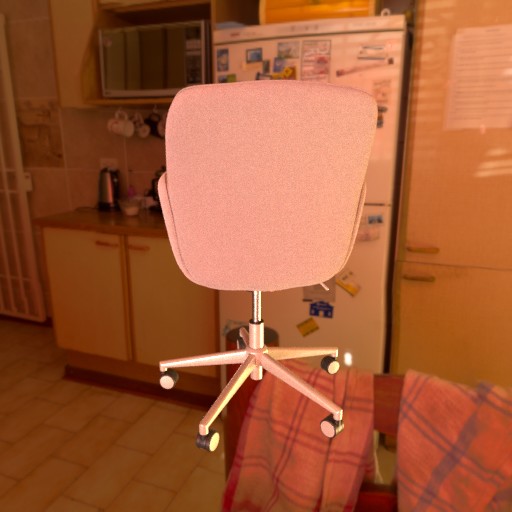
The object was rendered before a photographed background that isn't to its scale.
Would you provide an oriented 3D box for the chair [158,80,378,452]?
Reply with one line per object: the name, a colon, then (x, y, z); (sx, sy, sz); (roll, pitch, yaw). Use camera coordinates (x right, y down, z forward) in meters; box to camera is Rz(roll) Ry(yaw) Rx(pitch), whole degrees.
chair: (0.000, 0.000, 1.387); (0.648, 0.959, 0.654); (-3, 15, -9)
